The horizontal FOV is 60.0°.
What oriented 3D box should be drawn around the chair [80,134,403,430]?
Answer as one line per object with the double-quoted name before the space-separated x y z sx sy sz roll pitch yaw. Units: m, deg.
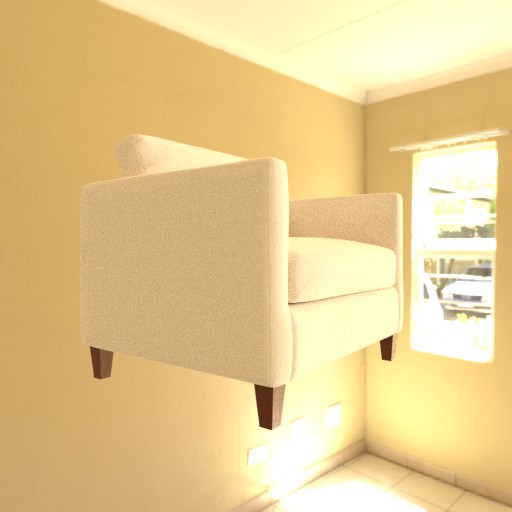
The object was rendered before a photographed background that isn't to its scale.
"chair" 0.000 0.000 1.739 0.878 0.885 1.019 1 1 37
